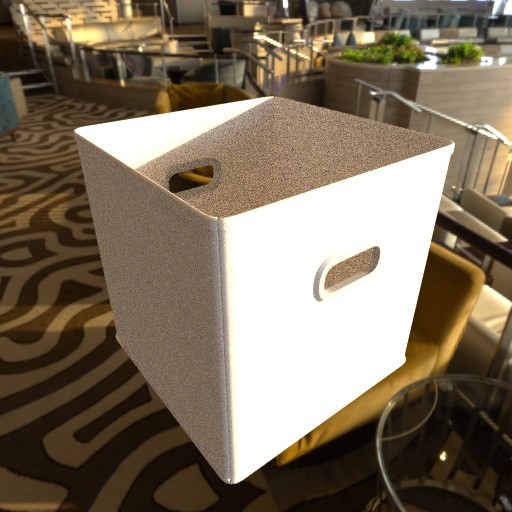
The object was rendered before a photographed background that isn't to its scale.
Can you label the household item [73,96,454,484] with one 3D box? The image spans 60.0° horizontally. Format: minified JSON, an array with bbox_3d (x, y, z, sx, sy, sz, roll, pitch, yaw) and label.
[{"bbox_3d":[0.000,0.000,0.558,0.305,0.305,0.305,-22,37,-32],"label":"household item"}]
